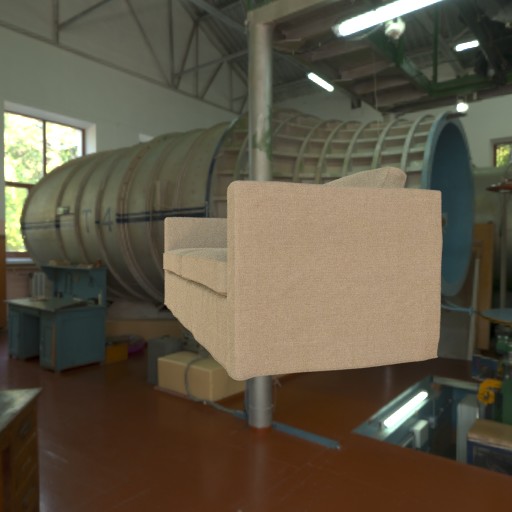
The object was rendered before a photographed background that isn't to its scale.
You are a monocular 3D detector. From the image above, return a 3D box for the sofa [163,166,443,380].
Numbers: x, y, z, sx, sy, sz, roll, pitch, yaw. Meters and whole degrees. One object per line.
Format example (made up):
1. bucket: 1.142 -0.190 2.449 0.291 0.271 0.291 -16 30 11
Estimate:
1. sofa: 0.000 0.000 2.804 0.956 0.847 2.296 0 1 -18
